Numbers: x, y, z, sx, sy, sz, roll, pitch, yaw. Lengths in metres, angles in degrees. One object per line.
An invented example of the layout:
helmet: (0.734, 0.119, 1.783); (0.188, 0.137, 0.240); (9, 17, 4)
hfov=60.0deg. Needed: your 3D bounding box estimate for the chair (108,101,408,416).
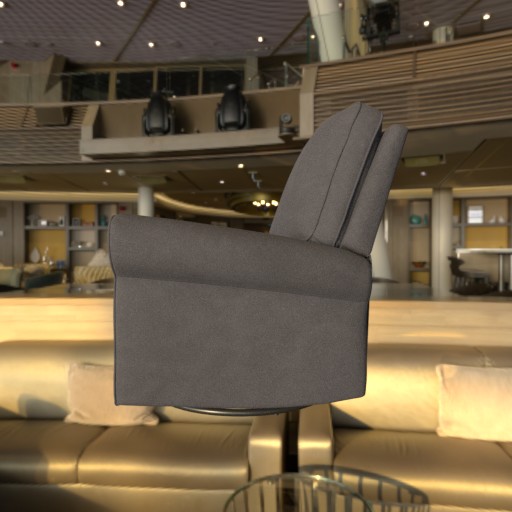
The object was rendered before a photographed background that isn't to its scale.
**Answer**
chair: (0.000, 0.000, 1.639); (0.878, 0.961, 0.890); (0, 1, -1)
